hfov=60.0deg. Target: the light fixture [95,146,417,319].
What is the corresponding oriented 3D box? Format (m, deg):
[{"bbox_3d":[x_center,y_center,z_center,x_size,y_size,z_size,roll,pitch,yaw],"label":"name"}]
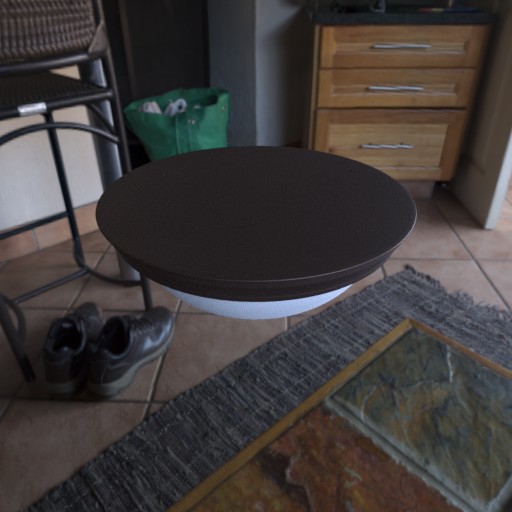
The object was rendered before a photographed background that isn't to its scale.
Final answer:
[{"bbox_3d":[0.000,0.000,0.438,0.280,0.135,0.280,0,31,0],"label":"light fixture"}]
